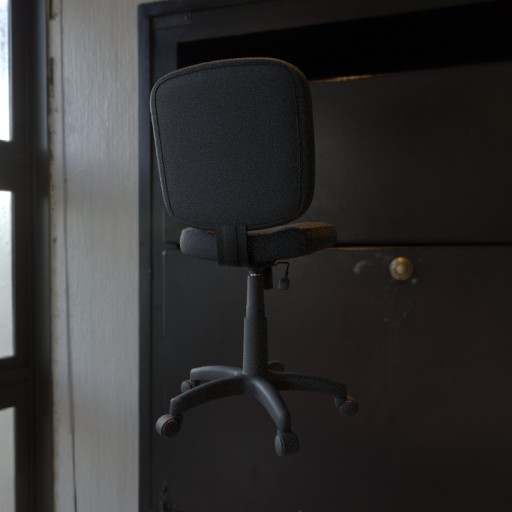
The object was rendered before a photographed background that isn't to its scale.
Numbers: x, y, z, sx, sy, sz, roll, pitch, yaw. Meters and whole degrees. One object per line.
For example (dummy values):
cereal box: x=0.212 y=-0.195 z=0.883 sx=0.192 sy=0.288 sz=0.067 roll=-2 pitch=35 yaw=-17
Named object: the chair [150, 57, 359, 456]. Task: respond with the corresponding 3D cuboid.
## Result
chair: x=0.000 y=0.000 z=1.367 sx=0.610 sy=0.972 sz=0.610 roll=0 pitch=1 yaw=20
